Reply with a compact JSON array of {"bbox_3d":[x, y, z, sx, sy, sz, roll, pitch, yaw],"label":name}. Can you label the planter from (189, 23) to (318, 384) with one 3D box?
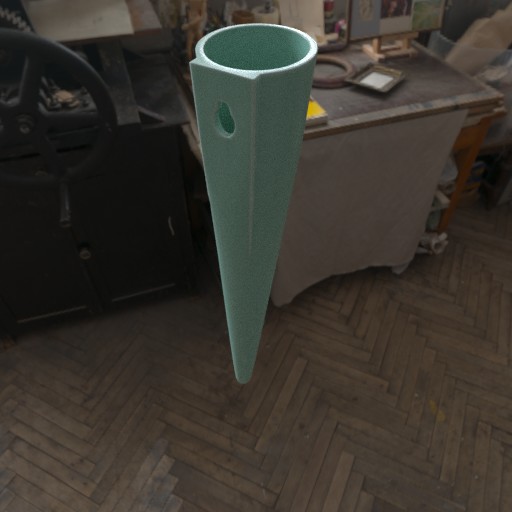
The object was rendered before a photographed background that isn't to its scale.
[{"bbox_3d":[0.000,0.000,0.292,0.054,0.268,0.055,24,51,21],"label":"planter"}]
